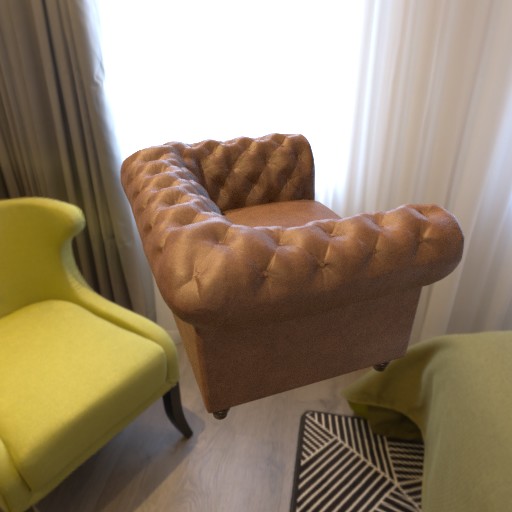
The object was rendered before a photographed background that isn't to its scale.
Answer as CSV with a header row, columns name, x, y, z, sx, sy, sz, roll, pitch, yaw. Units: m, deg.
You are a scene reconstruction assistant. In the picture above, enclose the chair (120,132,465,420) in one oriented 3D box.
name,x,y,z,sx,sy,sz,roll,pitch,yaw
chair,0.000,0.000,1.887,0.954,0.784,1.298,-10,31,-18
